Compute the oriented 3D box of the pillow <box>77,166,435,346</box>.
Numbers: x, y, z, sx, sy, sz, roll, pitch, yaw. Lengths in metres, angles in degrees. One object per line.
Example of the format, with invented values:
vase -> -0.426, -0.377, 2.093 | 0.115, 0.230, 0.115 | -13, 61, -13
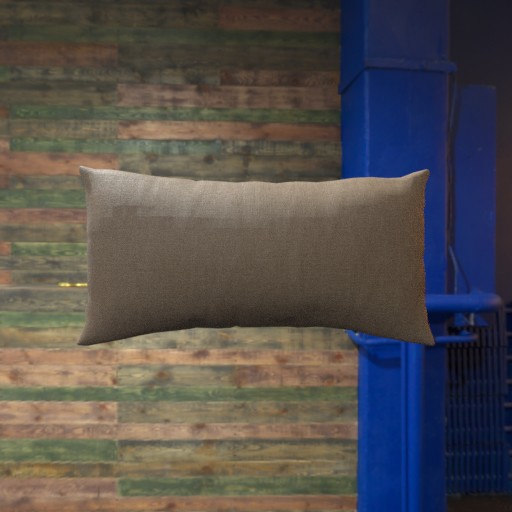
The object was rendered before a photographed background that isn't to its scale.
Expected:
pillow -> 0.000, 0.000, 0.760 | 0.612, 0.308, 0.148 | 0, 0, 0
